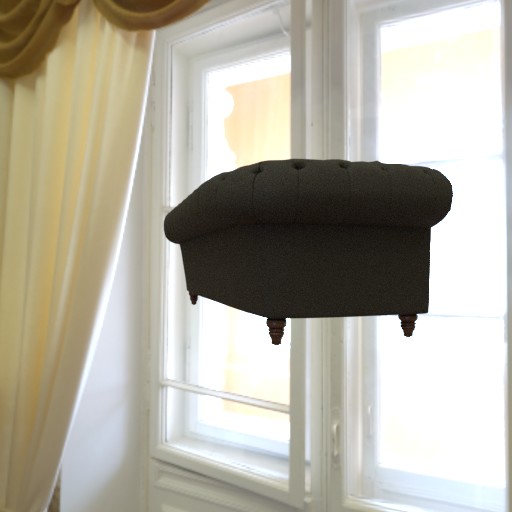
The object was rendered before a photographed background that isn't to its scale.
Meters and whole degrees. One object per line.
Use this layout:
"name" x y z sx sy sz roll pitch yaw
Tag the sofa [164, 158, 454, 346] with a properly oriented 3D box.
"sofa" 0.000 0.000 2.767 0.991 0.762 2.362 0 -1 -18
